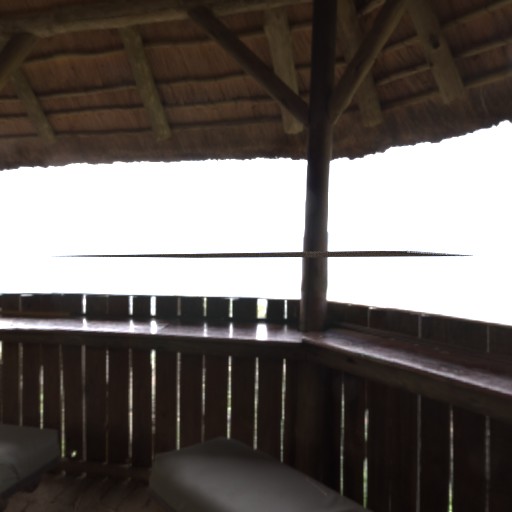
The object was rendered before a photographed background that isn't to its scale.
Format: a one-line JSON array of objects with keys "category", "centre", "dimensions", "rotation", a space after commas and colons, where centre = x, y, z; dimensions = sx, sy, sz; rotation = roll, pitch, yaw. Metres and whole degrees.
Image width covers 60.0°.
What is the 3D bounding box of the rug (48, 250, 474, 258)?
[{"category": "rug", "centre": [0.000, 0.000, 2.987], "dimensions": [2.438, 0.010, 1.524], "rotation": [-1, -1, 35]}]
